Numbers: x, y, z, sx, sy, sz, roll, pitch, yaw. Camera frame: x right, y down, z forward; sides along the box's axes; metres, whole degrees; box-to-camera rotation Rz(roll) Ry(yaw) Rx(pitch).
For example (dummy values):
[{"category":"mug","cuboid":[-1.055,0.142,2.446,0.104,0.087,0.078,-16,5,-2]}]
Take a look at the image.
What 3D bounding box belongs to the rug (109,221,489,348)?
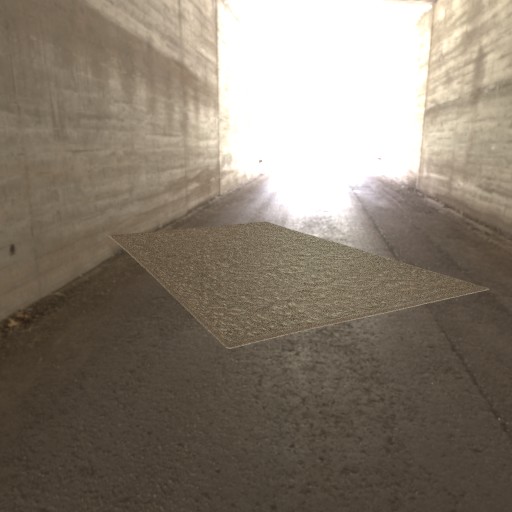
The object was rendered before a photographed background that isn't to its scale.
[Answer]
[{"category":"rug","cuboid":[0.000,0.000,3.049,1.529,0.012,2.435,-7,16,-27]}]
